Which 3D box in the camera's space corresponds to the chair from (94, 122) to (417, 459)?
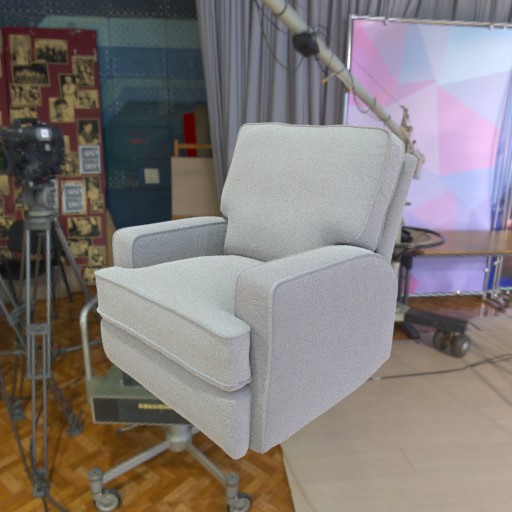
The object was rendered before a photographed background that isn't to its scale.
[{"bbox_3d":[0.000,0.000,1.669,0.861,0.964,0.969,16,23,43],"label":"chair"}]
